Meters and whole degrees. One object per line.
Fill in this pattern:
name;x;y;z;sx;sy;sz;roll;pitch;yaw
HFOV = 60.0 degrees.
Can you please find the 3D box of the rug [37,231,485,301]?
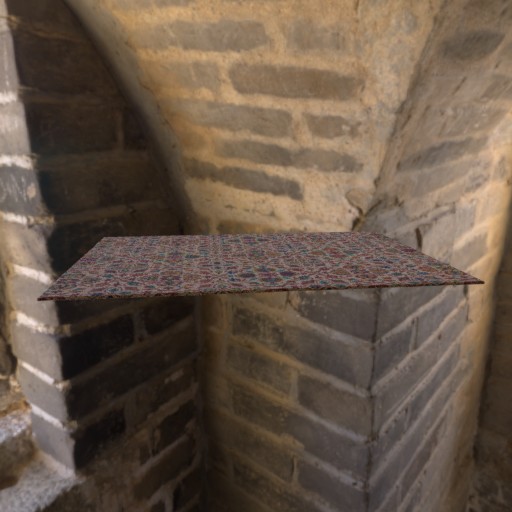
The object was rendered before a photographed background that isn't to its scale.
rug;0.000;0.000;2.987;2.297;0.018;1.541;-2;14;-7
